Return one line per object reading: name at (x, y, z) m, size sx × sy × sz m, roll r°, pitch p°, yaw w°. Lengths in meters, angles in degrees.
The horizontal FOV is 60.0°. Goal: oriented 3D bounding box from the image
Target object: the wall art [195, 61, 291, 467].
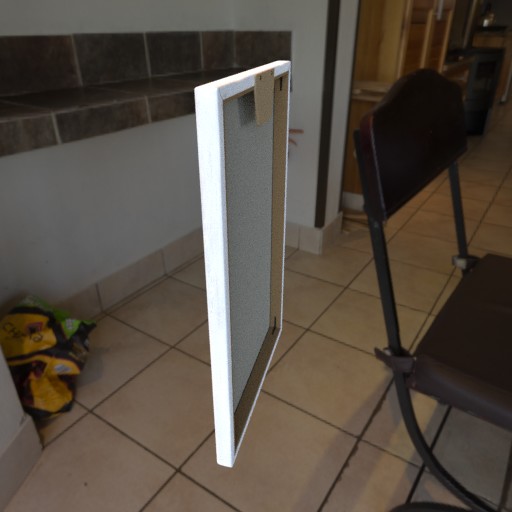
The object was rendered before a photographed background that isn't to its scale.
wall art at (0.000, 0.000, 1.182) m, size 0.048 × 0.916 × 0.602 m, roll 7°, pitch 28°, yaw 13°
